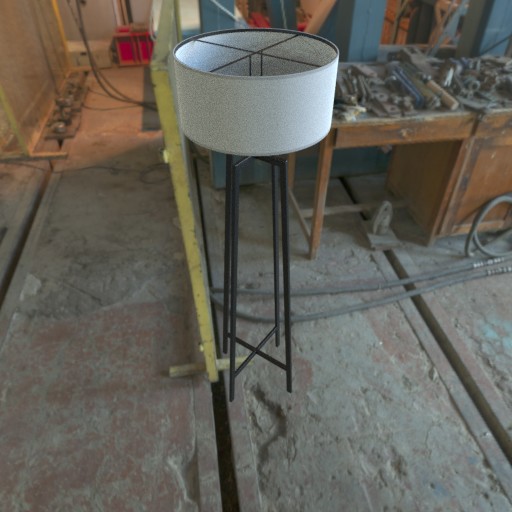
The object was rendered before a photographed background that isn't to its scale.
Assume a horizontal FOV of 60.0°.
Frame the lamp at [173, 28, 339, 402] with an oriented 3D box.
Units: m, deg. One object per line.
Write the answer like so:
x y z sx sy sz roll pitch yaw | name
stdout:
0.000 0.000 1.721 0.456 1.510 0.457 25 46 26 | lamp
